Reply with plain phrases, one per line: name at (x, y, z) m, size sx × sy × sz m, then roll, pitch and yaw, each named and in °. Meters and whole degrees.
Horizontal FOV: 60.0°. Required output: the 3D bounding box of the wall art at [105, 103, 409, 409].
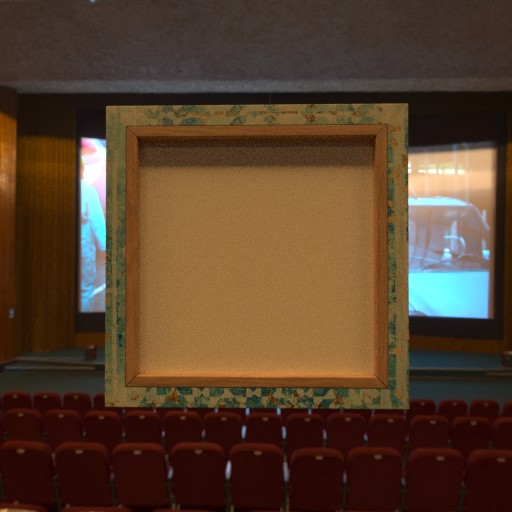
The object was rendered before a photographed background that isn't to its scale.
wall art at (0.000, 0.000, 1.356) m, size 0.916 × 0.916 × 0.040 m, roll 0°, pitch -1°, yaw 1°
